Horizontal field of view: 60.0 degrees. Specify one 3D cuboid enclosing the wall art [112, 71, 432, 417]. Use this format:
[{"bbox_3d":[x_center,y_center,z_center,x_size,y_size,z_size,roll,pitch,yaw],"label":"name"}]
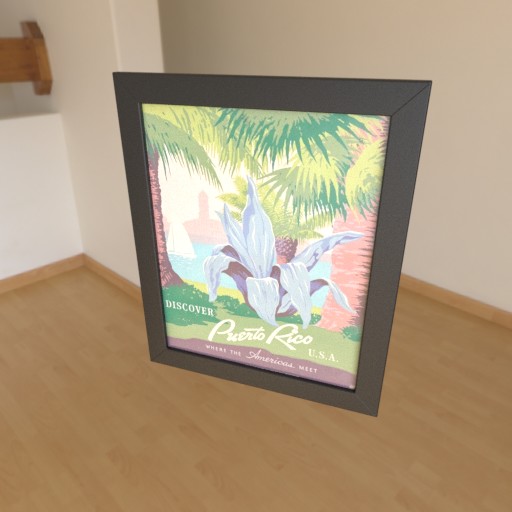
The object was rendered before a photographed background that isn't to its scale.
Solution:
[{"bbox_3d":[0.000,0.000,0.770,0.481,0.582,0.018,9,28,17],"label":"wall art"}]
